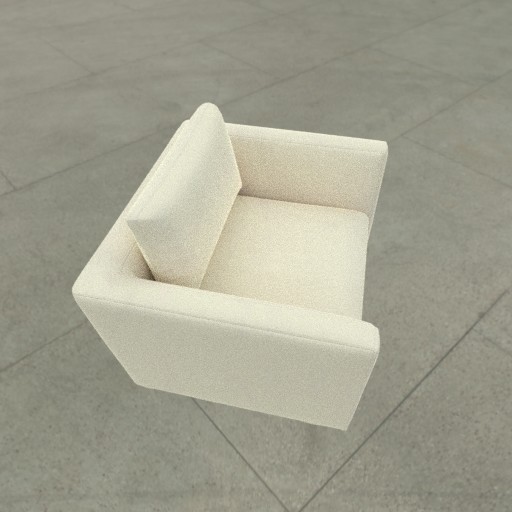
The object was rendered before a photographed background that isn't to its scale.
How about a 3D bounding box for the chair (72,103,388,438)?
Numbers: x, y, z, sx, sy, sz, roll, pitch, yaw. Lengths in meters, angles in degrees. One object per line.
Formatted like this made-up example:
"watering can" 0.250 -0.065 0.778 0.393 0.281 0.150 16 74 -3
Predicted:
"chair" 0.000 0.000 1.717 0.889 0.865 1.041 9 47 9
